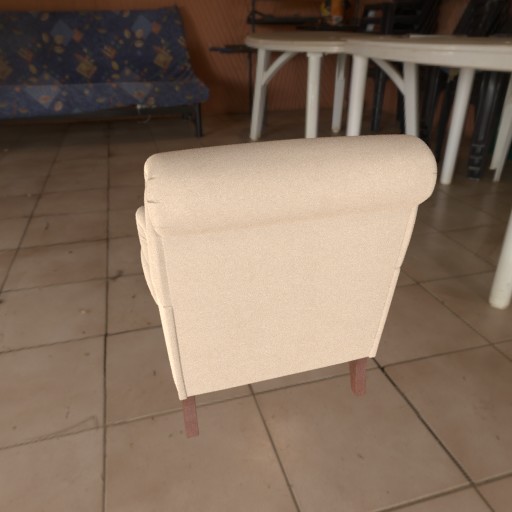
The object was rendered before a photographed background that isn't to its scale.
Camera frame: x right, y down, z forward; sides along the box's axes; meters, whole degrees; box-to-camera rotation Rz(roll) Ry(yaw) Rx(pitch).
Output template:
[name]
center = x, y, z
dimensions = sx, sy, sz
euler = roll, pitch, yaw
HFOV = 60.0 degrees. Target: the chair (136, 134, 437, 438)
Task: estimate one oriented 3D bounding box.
[chair]
center = 0.000, 0.000, 1.556
dimensions = 0.766, 0.942, 0.842
euler = -8, 29, -15
